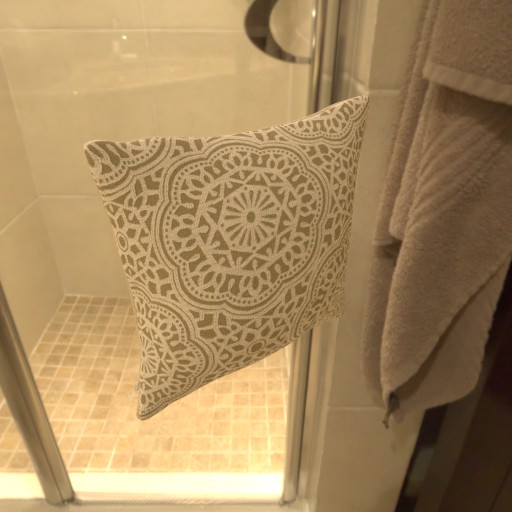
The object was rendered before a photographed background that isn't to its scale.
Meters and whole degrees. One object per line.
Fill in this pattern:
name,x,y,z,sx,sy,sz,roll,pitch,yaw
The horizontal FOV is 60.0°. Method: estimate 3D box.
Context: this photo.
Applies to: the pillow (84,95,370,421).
pillow,0.000,0.000,0.663,0.438,0.421,0.167,-21,37,-31
